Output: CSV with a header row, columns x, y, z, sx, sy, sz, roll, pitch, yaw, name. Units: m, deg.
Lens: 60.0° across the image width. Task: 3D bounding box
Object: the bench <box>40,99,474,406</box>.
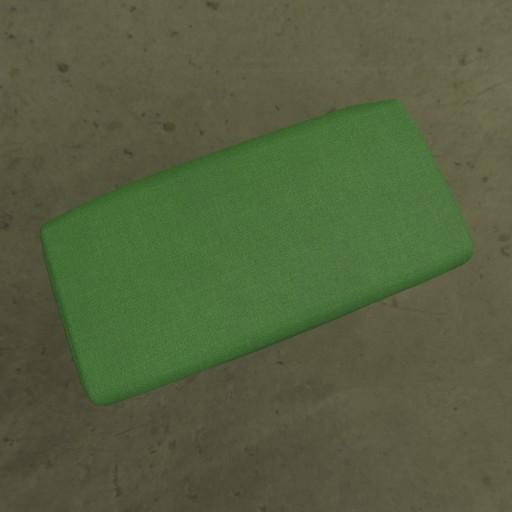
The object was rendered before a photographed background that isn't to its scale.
x,y,z,sx,sy,sz,roll,pitch,yaw,name
0.000,0.000,1.288,0.989,0.501,0.505,-21,78,-5,bench
